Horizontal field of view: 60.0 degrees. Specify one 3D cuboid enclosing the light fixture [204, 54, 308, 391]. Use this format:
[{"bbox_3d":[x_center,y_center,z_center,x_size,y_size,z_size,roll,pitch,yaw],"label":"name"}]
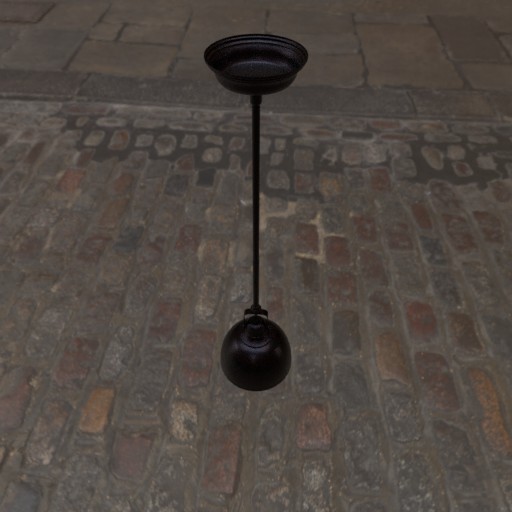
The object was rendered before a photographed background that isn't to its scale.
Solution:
[{"bbox_3d":[0.000,0.000,0.857,0.182,0.768,0.182,3,47,2],"label":"light fixture"}]
